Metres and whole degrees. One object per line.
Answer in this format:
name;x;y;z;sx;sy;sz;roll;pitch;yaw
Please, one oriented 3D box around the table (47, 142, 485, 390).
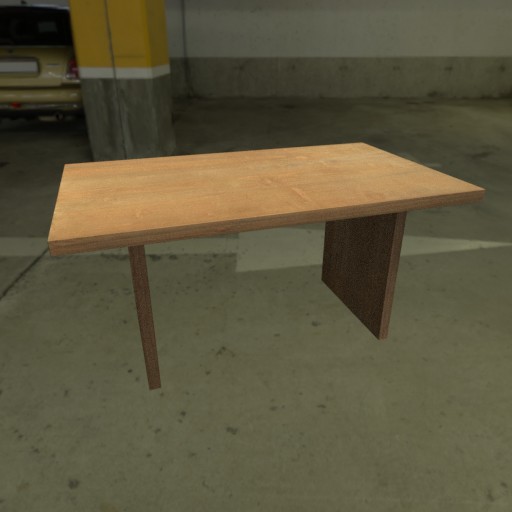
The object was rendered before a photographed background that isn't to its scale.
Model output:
table;0.000;0.000;2.107;1.609;0.780;0.946;-8;27;-16
